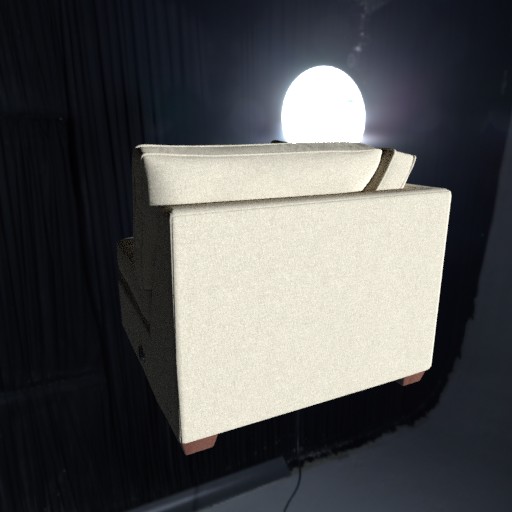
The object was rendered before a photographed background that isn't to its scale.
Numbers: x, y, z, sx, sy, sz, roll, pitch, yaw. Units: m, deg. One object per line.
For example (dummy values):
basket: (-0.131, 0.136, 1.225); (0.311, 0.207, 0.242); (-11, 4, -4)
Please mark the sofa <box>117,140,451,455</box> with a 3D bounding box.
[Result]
sofa: (0.000, 0.000, 1.985); (1.146, 1.002, 1.084); (-8, 17, -25)
